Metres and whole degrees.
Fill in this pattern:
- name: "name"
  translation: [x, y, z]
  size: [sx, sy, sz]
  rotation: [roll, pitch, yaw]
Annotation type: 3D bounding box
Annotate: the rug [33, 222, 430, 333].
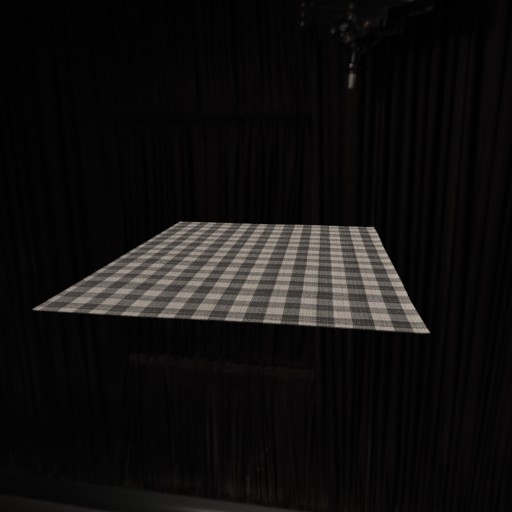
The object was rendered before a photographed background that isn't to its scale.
- name: "rug"
  translation: [0.000, 0.000, 4.090]
  size: [2.432, 0.013, 3.021]
  rotation: [2, 15, 8]
